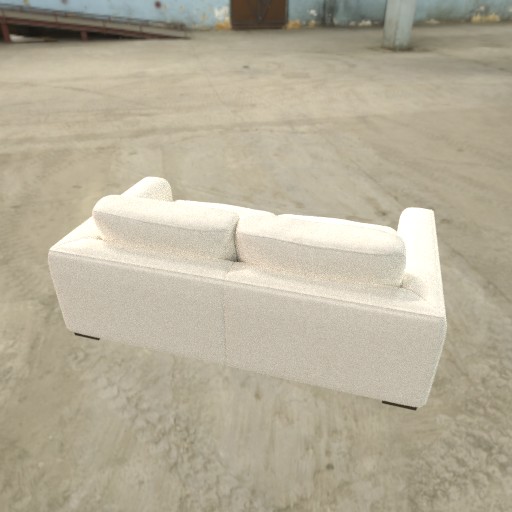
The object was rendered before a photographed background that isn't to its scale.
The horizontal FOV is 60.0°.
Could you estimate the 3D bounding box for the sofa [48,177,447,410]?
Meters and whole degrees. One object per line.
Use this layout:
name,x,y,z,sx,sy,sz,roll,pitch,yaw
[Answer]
sofa,0.000,0.000,2.488,1.920,0.801,1.069,9,33,14
